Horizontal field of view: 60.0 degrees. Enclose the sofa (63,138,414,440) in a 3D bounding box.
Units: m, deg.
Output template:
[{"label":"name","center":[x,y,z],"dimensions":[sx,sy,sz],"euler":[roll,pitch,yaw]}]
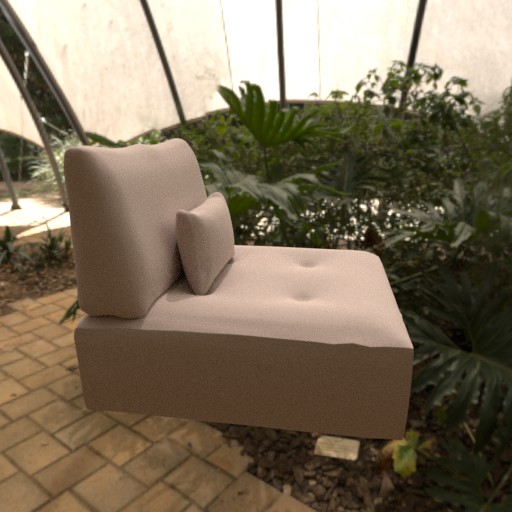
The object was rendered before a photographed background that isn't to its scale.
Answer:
[{"label":"sofa","center":[0.000,0.000,1.656],"dimensions":[1.000,0.828,0.935],"euler":[3,16,9]}]
